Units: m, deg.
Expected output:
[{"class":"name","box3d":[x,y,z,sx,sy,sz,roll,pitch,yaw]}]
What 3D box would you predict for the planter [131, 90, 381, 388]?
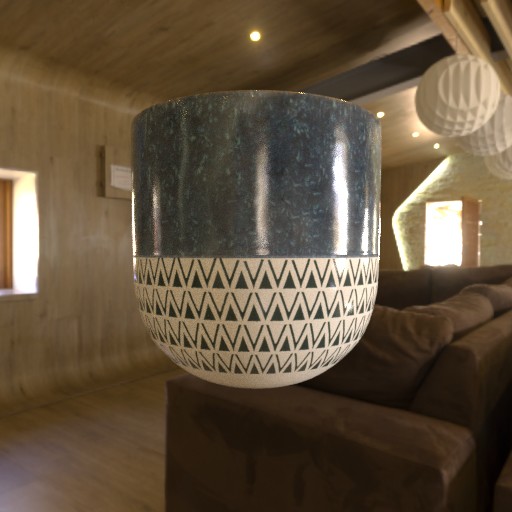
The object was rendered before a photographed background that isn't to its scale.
[{"class":"planter","box3d":[0.000,0.000,0.490,0.266,0.270,0.266,0,0,0]}]
